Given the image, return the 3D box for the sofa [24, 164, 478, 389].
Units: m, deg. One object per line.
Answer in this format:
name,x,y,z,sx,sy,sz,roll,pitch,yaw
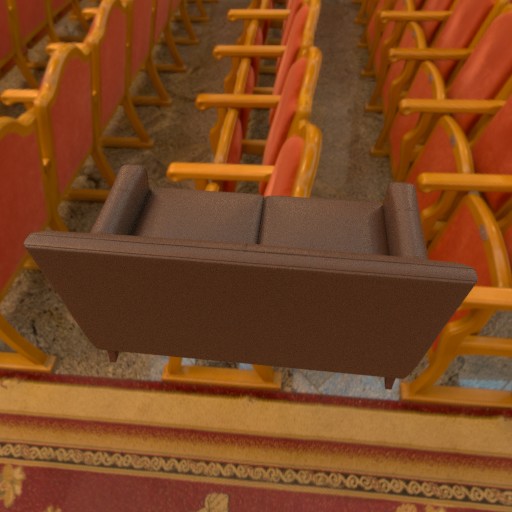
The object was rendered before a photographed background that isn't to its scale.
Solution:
sofa,0.000,0.000,2.009,1.468,0.859,0.853,5,48,4
